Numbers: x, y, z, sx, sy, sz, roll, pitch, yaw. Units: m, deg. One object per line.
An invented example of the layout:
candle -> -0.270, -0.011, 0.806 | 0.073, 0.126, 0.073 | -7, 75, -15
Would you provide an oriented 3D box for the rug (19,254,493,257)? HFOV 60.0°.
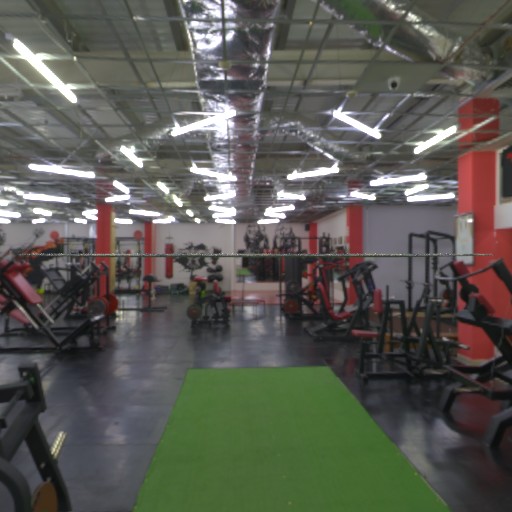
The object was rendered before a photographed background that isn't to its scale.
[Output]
rug -> 0.000, 0.000, 2.054 | 1.652, 0.006, 1.035 | 0, 0, 0
